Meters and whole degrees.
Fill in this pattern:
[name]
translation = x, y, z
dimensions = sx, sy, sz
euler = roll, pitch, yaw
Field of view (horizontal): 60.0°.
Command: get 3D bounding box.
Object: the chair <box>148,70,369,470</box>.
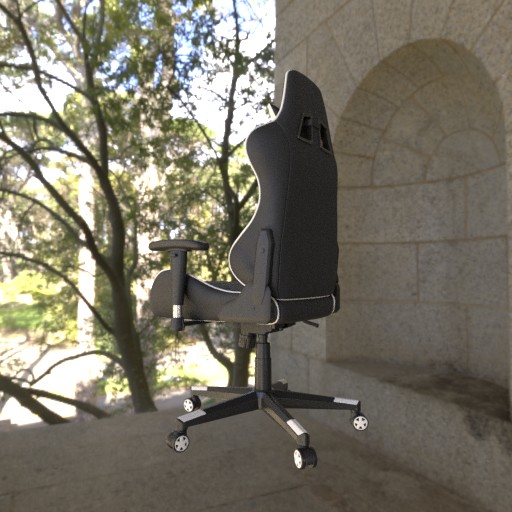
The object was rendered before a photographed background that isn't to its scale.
[chair]
translation = 0.000, 0.000, 1.633
dimensions = 0.700, 1.240, 0.700
euler = -2, -3, 35
